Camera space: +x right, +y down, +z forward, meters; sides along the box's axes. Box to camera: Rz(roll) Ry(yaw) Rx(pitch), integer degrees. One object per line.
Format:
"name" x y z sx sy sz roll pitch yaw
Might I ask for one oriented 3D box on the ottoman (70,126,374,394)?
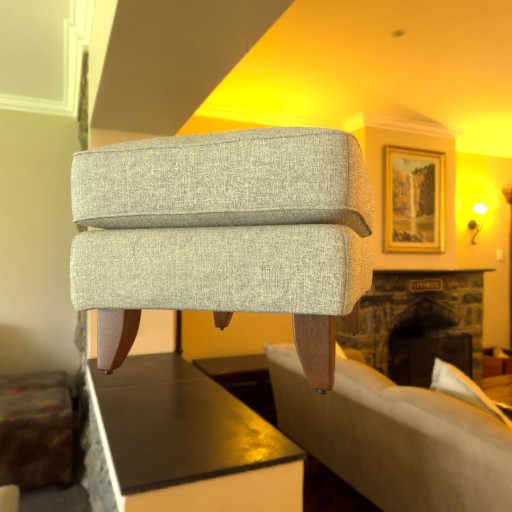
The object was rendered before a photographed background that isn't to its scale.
"ottoman" 0.000 0.000 1.312 0.661 0.561 0.889 0 -1 17
